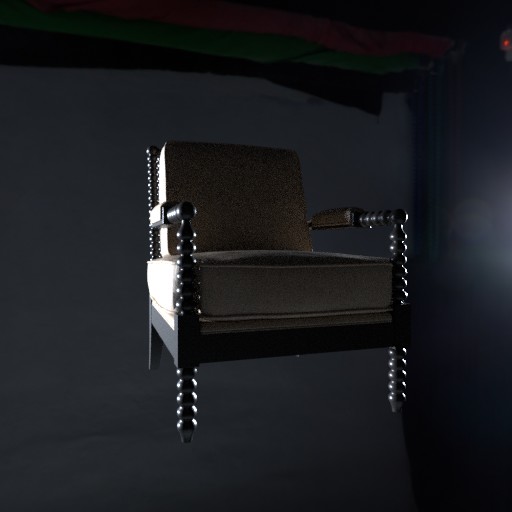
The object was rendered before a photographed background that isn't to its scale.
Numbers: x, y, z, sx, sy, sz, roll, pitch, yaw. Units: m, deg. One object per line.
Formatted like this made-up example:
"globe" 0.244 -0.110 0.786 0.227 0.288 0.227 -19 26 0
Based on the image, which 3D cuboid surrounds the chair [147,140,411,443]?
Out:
"chair" 0.000 0.000 1.209 0.555 0.703 0.657 0 1 -19
